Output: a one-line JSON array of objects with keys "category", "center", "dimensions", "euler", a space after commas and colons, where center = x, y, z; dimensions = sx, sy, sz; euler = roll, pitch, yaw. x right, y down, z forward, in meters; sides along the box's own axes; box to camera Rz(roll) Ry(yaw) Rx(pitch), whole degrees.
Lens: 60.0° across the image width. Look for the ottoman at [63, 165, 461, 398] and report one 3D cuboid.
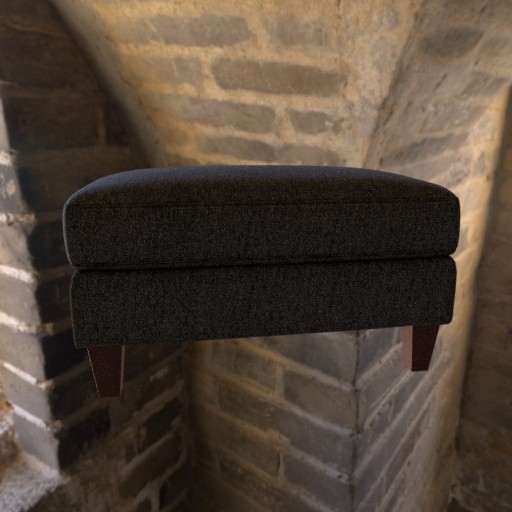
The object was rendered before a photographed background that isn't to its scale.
[{"category": "ottoman", "center": [0.000, 0.000, 1.208], "dimensions": [0.864, 0.483, 0.584], "euler": [-2, 14, -9]}]
